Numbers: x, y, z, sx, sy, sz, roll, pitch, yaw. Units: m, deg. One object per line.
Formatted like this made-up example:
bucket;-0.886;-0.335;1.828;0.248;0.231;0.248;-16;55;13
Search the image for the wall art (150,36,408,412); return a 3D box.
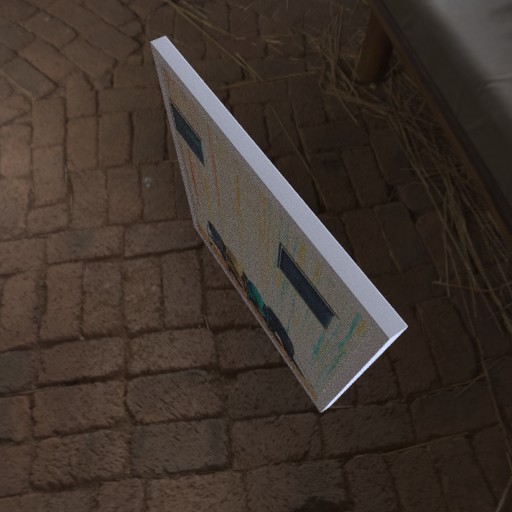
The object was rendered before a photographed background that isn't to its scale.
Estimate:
wall art;0.000;0.000;1.126;0.036;0.760;0.760;-30;67;-14
